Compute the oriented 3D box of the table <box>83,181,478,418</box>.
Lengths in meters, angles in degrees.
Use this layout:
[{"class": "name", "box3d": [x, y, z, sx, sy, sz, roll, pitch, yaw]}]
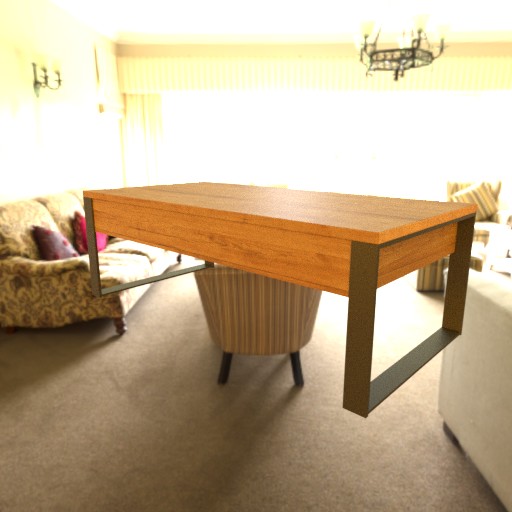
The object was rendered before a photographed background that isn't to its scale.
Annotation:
[{"class": "table", "box3d": [0.000, 0.000, 1.487, 1.180, 0.400, 0.590, 13, 19, 41]}]
